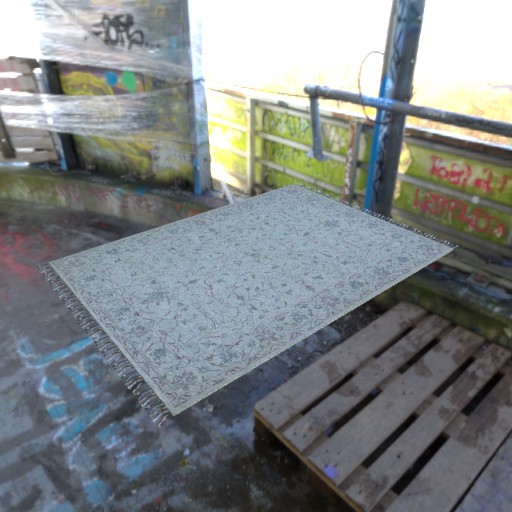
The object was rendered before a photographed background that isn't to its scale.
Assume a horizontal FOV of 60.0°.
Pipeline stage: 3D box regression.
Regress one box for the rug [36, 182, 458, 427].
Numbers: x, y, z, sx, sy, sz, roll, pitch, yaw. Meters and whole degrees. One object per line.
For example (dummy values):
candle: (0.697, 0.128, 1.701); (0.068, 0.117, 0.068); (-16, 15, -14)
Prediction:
rug: (0.000, 0.000, 2.270); (1.802, 0.008, 1.247); (-23, 37, -33)
